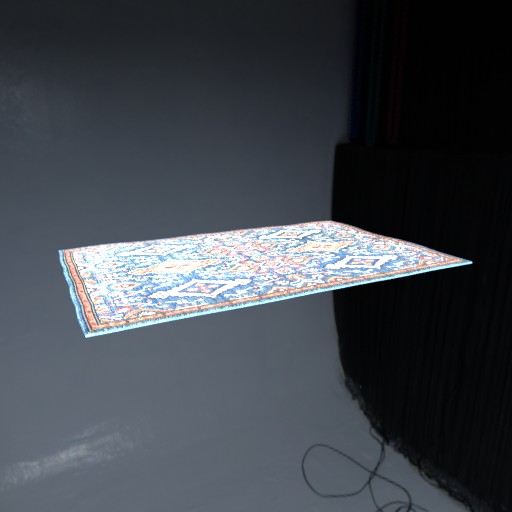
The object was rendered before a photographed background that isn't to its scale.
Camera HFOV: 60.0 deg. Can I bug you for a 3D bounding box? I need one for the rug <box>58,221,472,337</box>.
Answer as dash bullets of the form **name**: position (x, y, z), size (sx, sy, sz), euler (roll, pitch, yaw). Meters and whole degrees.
- **rug**: position (0.000, 0.000, 2.324), size (1.847, 0.014, 1.195), euler (-8, 18, -26)
